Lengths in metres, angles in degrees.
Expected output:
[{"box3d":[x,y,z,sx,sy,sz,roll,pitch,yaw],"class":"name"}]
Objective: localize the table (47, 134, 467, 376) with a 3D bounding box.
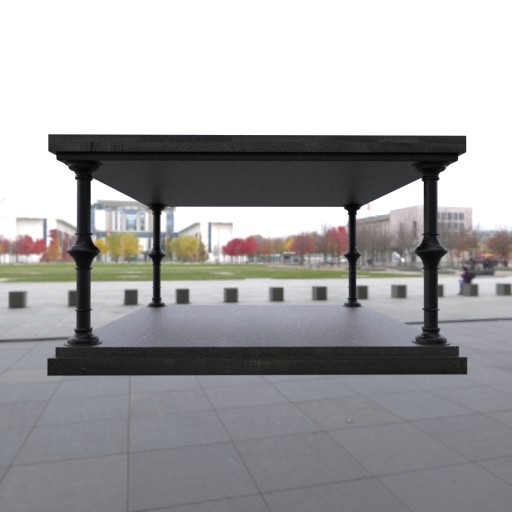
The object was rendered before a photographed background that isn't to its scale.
[{"box3d":[0.000,0.000,1.084,0.696,0.400,0.696,0,0,-1],"class":"table"}]
